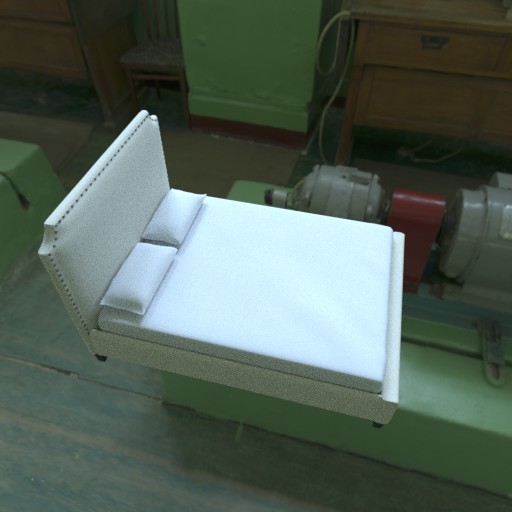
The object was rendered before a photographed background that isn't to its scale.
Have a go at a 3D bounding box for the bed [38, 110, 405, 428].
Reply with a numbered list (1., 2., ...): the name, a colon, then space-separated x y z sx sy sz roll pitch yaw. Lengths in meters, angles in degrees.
1. bed: 0.000 0.000 3.483 2.372 1.443 1.712 11 48 10
